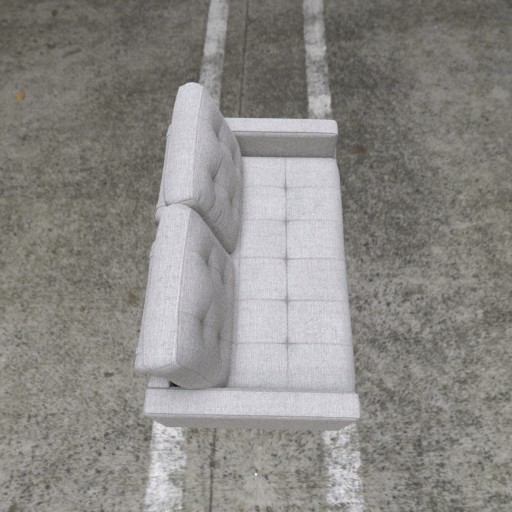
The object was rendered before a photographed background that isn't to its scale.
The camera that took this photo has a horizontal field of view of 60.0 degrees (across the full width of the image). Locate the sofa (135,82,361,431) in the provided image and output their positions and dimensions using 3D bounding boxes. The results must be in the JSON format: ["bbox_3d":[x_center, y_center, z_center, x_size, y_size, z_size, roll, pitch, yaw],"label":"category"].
[{"bbox_3d":[0.000,0.000,1.984,0.842,0.907,1.407,1,64,1],"label":"sofa"}]
